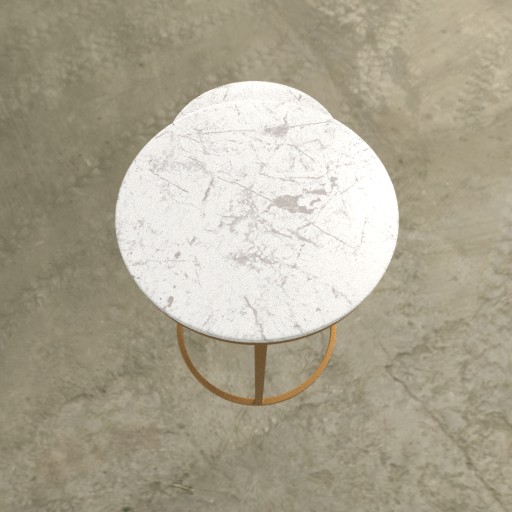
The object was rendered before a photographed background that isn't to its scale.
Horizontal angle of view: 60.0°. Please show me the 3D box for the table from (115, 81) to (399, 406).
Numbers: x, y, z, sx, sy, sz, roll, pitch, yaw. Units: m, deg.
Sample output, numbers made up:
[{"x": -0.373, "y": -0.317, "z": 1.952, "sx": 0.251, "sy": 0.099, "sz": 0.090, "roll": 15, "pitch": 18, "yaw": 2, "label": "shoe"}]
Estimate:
[{"x": 0.000, "y": 0.000, "z": 0.901, "sx": 0.400, "sy": 0.550, "sz": 0.507, "roll": -1, "pitch": 63, "yaw": -1, "label": "table"}]
